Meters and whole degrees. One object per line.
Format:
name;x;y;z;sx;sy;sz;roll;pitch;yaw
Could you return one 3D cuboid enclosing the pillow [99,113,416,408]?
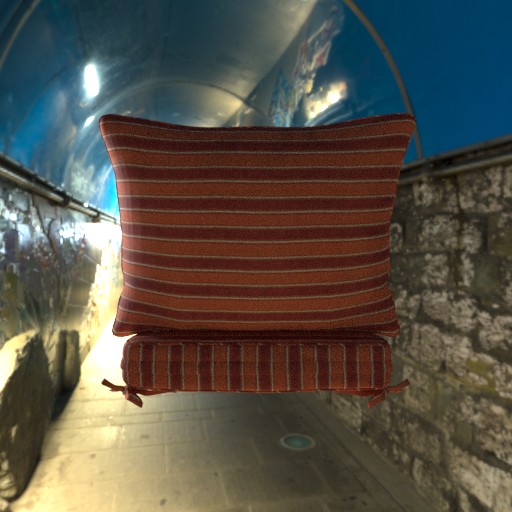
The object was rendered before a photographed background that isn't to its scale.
pillow;0.000;0.000;1.392;0.799;0.723;0.733;0;1;0
